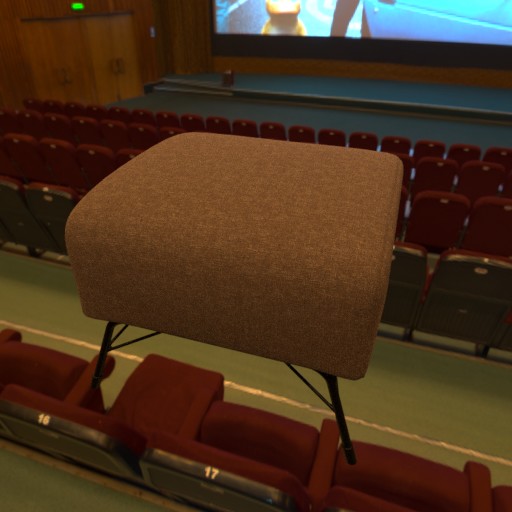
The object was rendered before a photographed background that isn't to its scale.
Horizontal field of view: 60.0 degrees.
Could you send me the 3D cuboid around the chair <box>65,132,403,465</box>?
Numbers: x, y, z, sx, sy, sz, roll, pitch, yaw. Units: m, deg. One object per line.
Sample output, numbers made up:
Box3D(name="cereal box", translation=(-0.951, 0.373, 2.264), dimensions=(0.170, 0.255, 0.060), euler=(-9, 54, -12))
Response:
Box3D(name="chair", translation=(0.000, 0.000, 0.915), dimensions=(0.530, 0.410, 0.530), euler=(10, 34, 15))
